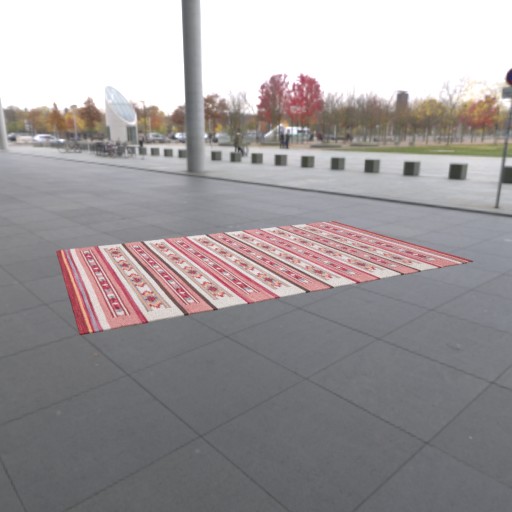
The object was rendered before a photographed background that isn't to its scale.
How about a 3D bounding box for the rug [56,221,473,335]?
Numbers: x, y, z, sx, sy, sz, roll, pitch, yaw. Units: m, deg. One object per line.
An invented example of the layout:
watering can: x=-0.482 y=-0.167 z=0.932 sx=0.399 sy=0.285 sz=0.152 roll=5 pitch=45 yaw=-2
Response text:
rug: x=0.000 y=0.000 z=3.041 sx=2.431 sy=0.010 sz=1.535 roll=-8 pitch=17 yaw=-26
